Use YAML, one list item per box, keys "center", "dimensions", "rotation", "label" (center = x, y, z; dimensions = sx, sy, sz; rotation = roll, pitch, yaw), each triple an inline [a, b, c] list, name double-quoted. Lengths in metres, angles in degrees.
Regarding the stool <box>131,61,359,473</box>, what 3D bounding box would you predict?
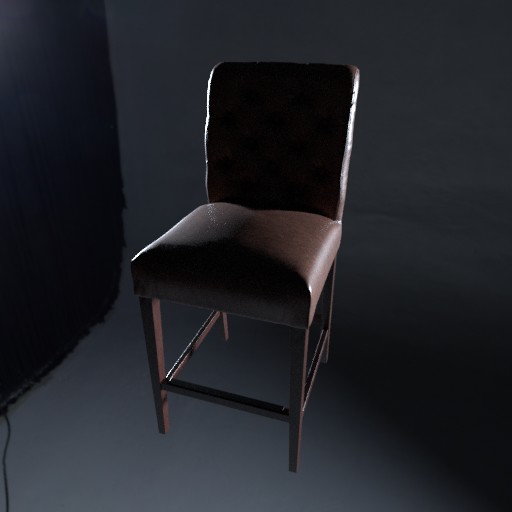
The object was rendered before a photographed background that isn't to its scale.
- center: [0.000, 0.000, 1.400]
  dimensions: [0.486, 1.084, 0.660]
  rotation: [9, 30, 16]
  label: "stool"
